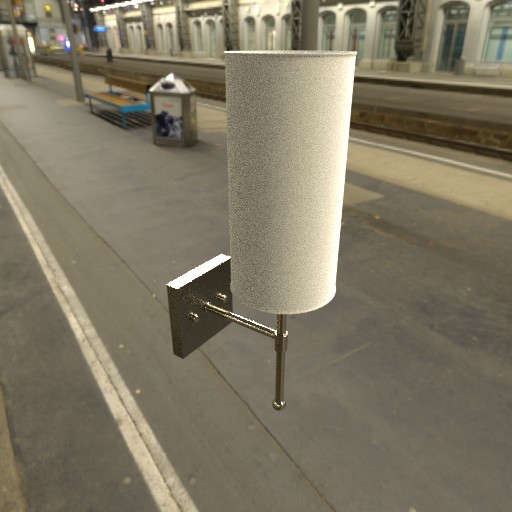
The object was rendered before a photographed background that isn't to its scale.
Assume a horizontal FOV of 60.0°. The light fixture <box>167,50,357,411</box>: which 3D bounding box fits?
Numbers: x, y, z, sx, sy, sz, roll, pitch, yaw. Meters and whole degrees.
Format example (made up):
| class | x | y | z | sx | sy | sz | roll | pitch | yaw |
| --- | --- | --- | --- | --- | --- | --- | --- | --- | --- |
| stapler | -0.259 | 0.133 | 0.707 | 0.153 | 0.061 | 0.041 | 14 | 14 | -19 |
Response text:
| class | x | y | z | sx | sy | sz | roll | pitch | yaw |
| --- | --- | --- | --- | --- | --- | --- | --- | --- | --- |
| light fixture | 0.000 | 0.000 | 0.551 | 0.208 | 0.462 | 0.128 | 17 | 31 | 31 |
